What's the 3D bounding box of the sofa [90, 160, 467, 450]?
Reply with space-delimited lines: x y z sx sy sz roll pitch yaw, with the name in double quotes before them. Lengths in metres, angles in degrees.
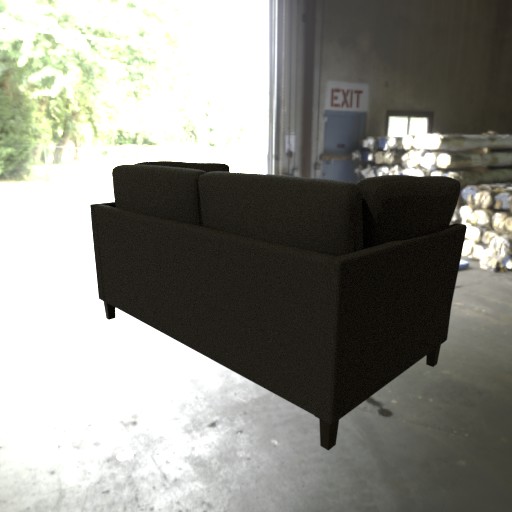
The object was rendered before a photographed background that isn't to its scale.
"sofa" 0.000 0.000 2.300 0.969 0.920 1.751 -14 20 -43
